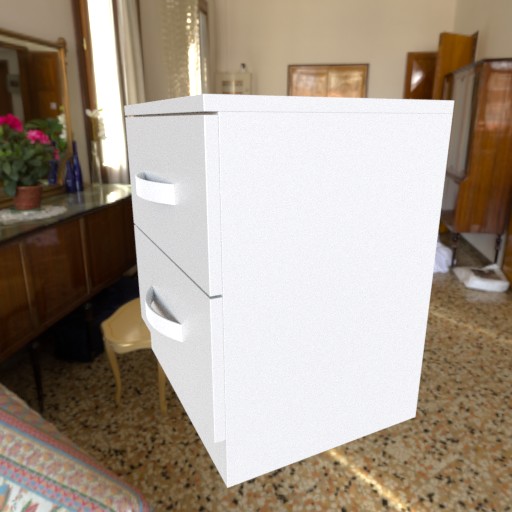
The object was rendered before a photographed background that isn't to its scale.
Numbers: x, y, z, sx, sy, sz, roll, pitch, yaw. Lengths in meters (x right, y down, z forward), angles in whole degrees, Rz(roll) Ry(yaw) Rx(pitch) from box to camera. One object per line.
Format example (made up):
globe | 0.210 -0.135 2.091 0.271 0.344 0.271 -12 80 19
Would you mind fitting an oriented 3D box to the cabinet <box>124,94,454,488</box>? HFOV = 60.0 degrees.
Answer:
cabinet | 0.000 0.000 0.722 0.360 0.470 0.400 -8 19 -25
